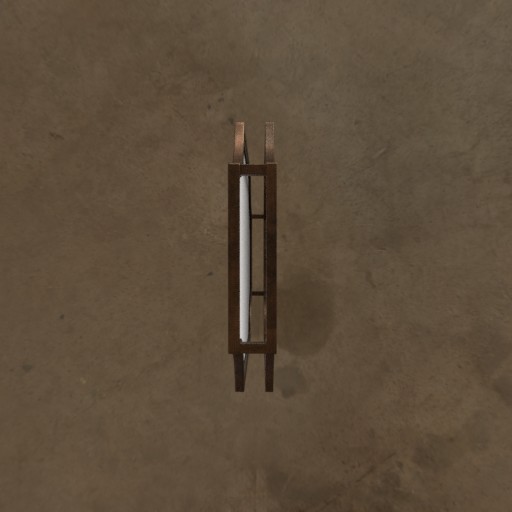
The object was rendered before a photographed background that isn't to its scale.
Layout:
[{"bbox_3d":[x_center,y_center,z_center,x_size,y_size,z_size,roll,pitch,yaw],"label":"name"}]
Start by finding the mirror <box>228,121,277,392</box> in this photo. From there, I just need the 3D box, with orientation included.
[{"bbox_3d":[0.000,0.000,1.001,0.066,0.811,0.462,0,90,1],"label":"mirror"}]
